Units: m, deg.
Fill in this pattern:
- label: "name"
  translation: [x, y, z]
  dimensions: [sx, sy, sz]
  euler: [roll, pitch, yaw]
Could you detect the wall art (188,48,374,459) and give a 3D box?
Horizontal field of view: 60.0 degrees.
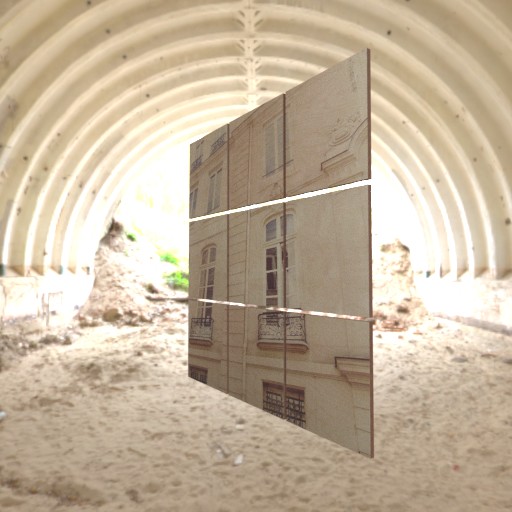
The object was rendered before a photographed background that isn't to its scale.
- label: "wall art"
  translation: [0.000, 0.000, 1.823]
  dimensions: [0.024, 1.218, 1.221]
  euler: [1, -2, -34]
